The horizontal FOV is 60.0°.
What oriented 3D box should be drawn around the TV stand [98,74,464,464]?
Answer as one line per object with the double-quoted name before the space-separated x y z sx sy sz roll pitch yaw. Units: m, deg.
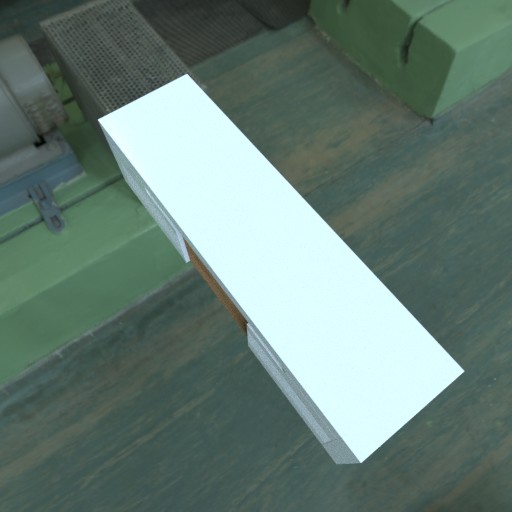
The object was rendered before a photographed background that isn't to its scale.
"TV stand" 0.000 0.000 1.707 0.410 0.440 1.500 -34 69 -15
